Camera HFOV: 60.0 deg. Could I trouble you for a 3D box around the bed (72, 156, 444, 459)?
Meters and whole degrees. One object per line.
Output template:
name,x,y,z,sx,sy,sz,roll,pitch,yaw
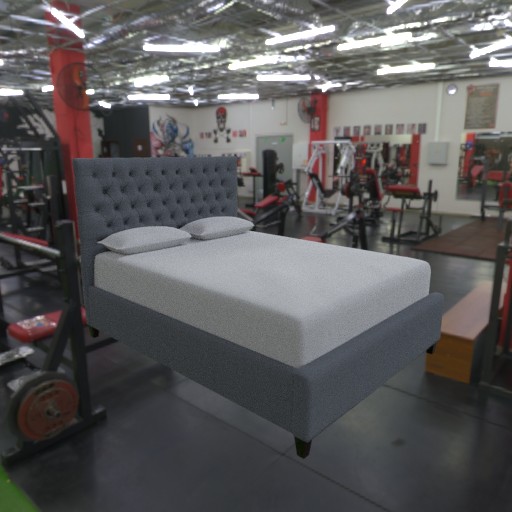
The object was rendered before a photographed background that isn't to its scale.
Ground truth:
bed,0.000,0.000,3.320,2.231,1.427,1.698,12,18,42
